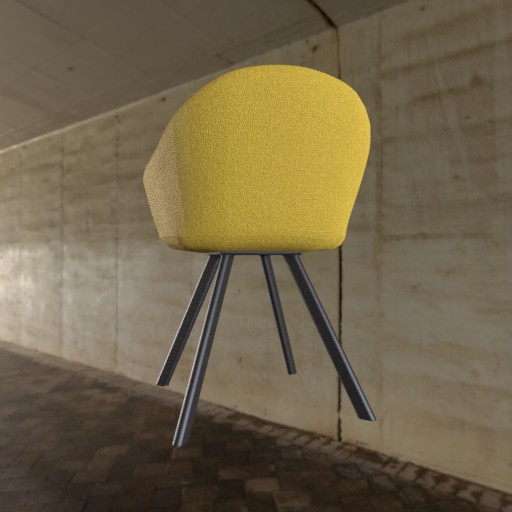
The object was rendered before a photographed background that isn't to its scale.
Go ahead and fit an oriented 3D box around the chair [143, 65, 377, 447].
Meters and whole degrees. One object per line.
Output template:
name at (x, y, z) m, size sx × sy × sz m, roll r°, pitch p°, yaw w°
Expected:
chair at (0.000, 0.000, 1.149) m, size 0.545 × 0.775 × 0.565 m, roll 0°, pitch 0°, yaw -18°
